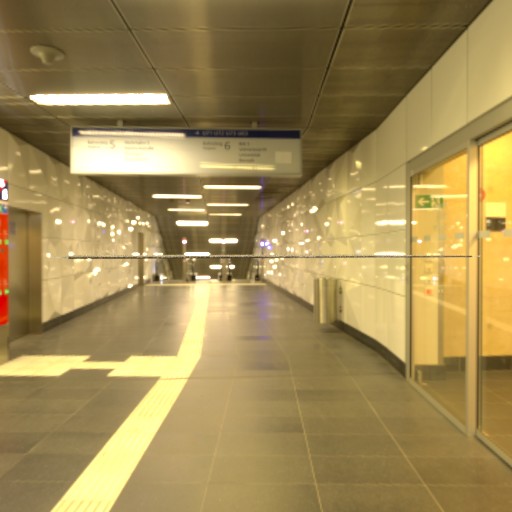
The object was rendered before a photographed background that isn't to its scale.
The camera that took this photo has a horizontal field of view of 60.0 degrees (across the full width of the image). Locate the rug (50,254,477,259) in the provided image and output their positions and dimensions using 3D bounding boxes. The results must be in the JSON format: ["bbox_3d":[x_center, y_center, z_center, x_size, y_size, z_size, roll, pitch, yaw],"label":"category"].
[{"bbox_3d":[0.000,0.000,3.074,2.440,0.010,1.529,0,1,-18],"label":"rug"}]
